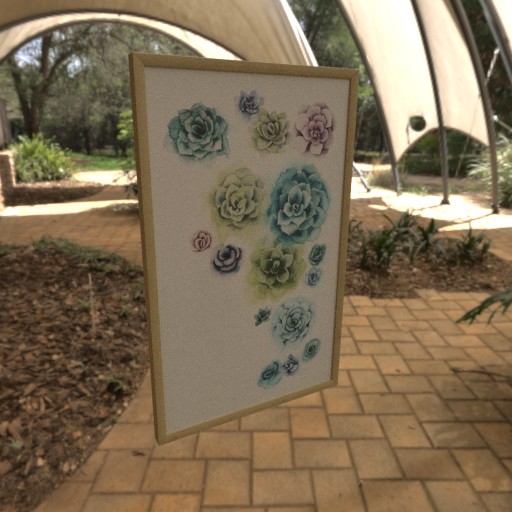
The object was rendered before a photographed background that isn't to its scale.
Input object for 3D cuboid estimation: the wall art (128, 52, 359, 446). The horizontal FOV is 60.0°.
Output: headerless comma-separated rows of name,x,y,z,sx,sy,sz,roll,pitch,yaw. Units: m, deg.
wall art,0.000,0.000,1.007,0.510,0.810,0.039,-9,19,-28
